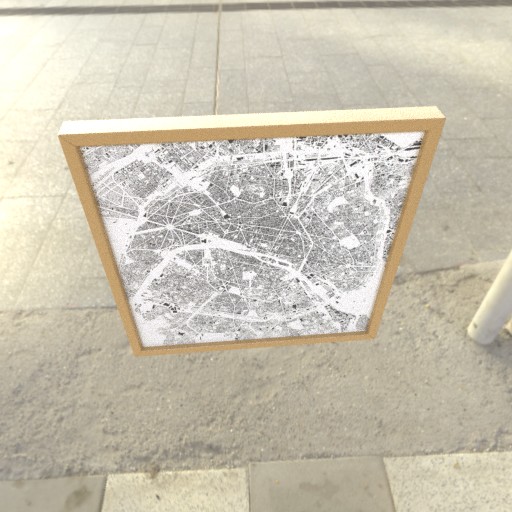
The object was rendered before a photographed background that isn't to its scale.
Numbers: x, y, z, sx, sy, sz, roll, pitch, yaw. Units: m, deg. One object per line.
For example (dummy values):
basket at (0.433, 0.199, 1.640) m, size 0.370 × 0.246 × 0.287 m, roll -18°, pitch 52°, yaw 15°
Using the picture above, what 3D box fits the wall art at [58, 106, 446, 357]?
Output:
wall art at (0.000, 0.000, 0.769) m, size 0.509 × 0.509 × 0.036 m, roll -4°, pitch 45°, yaw -4°
